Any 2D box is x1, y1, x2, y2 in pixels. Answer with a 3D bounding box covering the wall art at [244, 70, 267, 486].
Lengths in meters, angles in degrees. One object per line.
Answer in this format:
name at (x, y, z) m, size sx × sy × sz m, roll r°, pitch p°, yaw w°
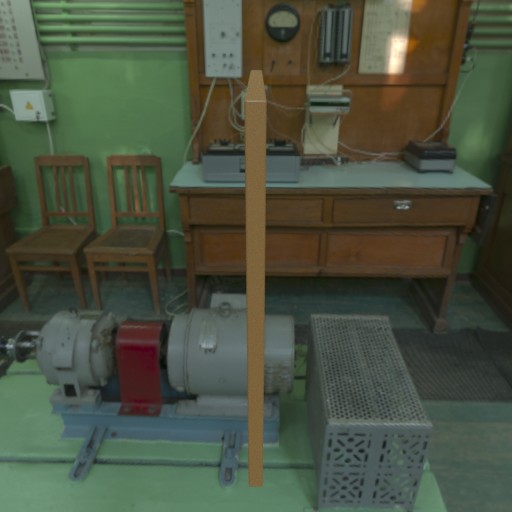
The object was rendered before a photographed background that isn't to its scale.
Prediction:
wall art at (0.000, 0.000, 0.744) m, size 0.021 × 0.550 × 0.449 m, roll 0°, pitch 26°, yaw 0°
